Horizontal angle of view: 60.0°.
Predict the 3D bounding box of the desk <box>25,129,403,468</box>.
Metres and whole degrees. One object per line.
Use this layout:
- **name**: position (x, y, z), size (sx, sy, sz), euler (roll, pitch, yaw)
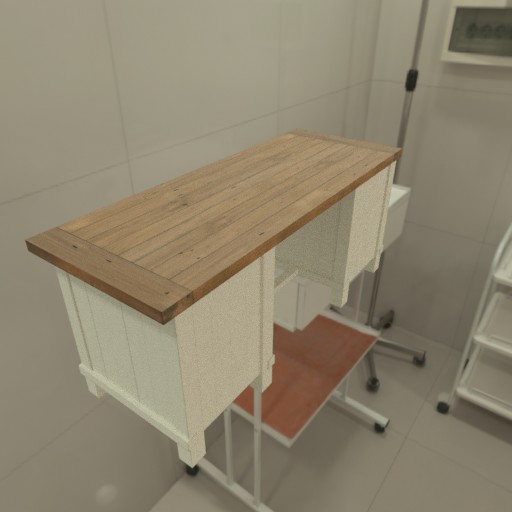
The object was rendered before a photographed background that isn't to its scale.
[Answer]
- **desk**: position (0.000, 0.000, 2.200), size (0.688, 0.760, 1.803), euler (21, 37, 31)
